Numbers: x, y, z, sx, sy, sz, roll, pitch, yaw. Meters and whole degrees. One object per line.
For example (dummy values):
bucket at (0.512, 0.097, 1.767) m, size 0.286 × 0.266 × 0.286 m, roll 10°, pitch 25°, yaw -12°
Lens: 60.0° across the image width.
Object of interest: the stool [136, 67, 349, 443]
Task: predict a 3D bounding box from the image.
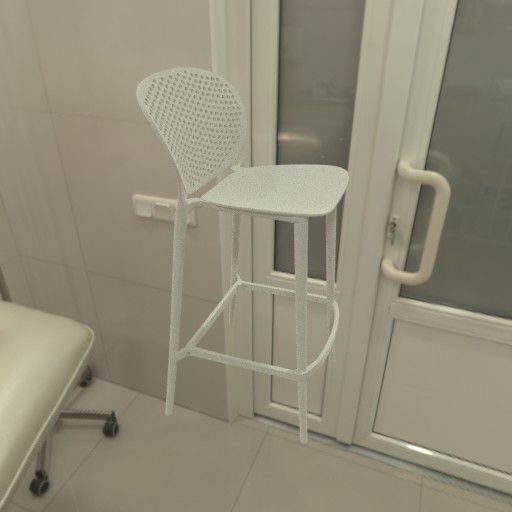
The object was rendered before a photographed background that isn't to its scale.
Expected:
stool at (0.000, 0.000, 1.371) m, size 0.535 × 1.045 × 0.536 m, roll 11°, pitch 32°, yaw 19°
